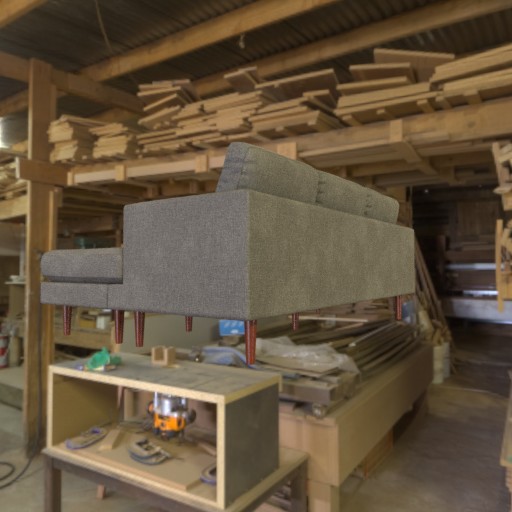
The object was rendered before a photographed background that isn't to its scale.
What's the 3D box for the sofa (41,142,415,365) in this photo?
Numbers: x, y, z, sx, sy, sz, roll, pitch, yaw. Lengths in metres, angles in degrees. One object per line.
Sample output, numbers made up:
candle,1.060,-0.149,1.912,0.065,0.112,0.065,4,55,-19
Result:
sofa,0.000,0.000,3.032,1.504,0.956,2.233,-1,-2,35
